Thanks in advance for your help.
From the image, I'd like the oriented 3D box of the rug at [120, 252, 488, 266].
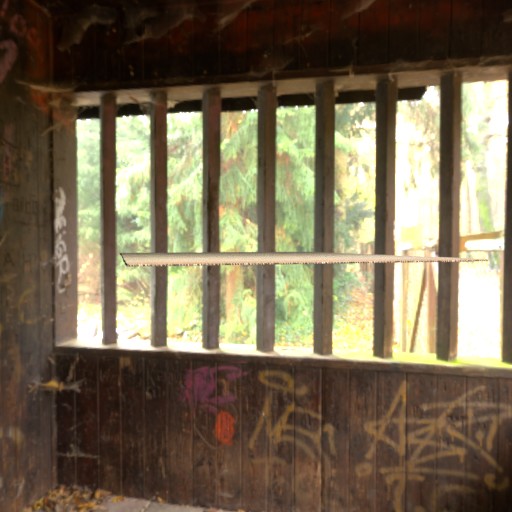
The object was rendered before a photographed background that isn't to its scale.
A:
[{"bbox_3d":[0.000,0.000,3.980,2.315,0.015,2.932,0,2,-18],"label":"rug"}]
